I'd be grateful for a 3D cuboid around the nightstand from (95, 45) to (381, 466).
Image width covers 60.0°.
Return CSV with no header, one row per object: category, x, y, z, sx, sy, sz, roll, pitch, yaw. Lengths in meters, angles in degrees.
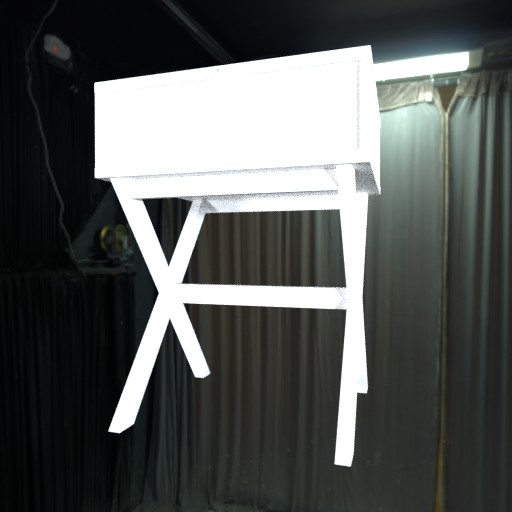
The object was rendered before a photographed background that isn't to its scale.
nightstand,0.000,0.000,0.915,0.479,0.623,0.402,0,1,18
